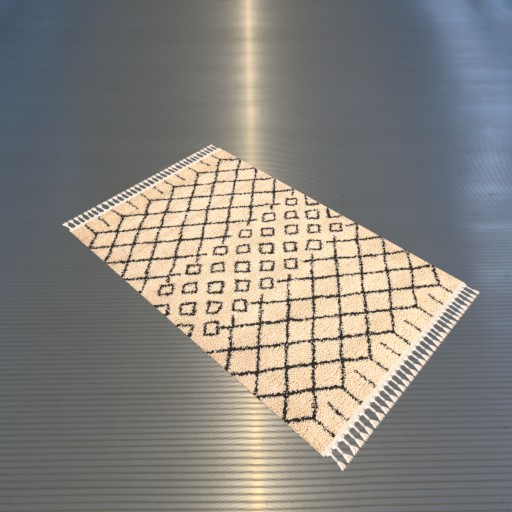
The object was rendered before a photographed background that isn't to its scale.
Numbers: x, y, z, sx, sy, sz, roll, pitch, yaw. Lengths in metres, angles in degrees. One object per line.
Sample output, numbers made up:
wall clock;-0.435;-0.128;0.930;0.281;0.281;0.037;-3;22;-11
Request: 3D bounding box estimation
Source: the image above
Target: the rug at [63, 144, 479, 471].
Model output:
rug;0.000;0.000;2.426;2.006;0.008;1.196;34;55;28
